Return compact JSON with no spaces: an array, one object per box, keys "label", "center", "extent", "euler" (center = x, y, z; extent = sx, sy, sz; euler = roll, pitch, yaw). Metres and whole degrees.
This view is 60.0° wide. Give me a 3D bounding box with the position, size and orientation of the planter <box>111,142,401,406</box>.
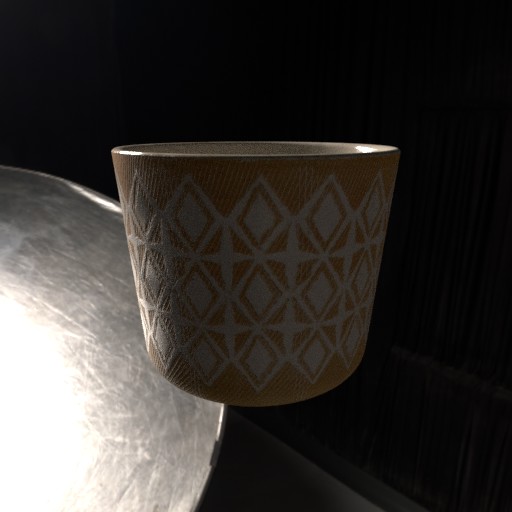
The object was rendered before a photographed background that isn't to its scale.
[{"label":"planter","center":[0.000,0.000,0.218],"extent":[0.126,0.104,0.126],"euler":[0,16,0]}]
